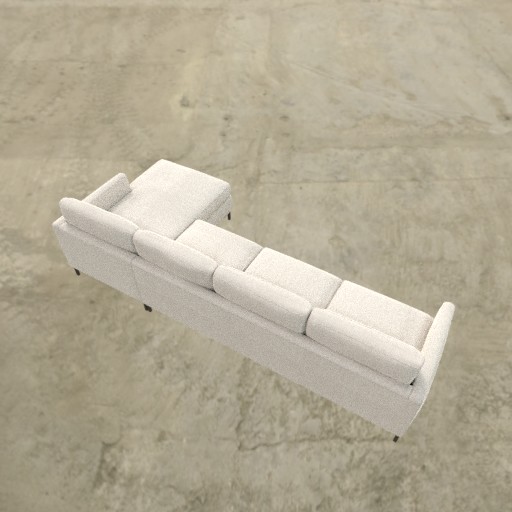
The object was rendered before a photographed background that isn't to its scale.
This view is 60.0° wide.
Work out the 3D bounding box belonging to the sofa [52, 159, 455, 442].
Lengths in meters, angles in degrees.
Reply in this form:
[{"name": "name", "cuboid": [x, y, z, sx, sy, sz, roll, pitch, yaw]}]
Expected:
[{"name": "sofa", "cuboid": [0.000, 0.000, 2.877, 2.445, 0.677, 1.126, 23, 51, 20]}]
